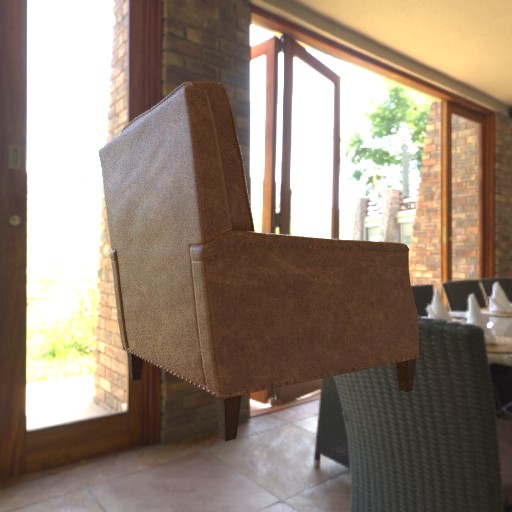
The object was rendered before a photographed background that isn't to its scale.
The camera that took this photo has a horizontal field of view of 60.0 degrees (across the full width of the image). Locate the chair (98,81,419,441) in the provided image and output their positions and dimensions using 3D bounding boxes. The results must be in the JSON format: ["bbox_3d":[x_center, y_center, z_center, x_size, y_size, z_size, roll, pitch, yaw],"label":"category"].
[{"bbox_3d":[0.000,0.000,1.798,1.035,1.054,0.854,0,-1,-35],"label":"chair"}]
